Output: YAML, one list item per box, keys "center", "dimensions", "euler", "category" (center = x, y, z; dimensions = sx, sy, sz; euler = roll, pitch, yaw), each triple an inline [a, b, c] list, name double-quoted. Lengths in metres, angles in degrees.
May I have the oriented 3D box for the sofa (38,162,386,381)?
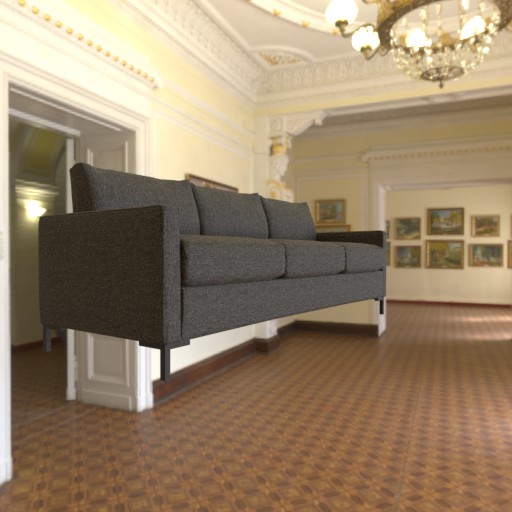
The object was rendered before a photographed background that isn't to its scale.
- center: [0.000, 0.000, 2.677]
  dimensions: [0.876, 0.879, 2.253]
  euler: [0, 0, 36]
  category: "sofa"
